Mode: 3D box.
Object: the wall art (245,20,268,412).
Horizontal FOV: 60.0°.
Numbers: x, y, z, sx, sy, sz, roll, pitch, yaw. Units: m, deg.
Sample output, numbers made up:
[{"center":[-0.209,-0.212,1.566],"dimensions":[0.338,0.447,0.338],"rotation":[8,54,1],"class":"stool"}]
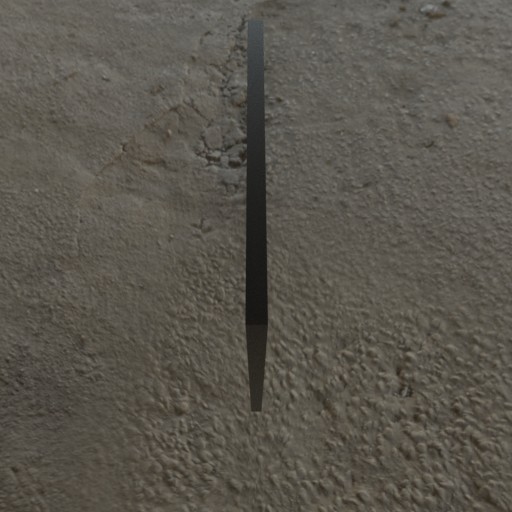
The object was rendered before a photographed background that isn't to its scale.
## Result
[{"center":[0.000,0.000,1.415],"dimensions":[0.039,1.061,0.804],"rotation":[0,63,0],"class":"wall art"}]
